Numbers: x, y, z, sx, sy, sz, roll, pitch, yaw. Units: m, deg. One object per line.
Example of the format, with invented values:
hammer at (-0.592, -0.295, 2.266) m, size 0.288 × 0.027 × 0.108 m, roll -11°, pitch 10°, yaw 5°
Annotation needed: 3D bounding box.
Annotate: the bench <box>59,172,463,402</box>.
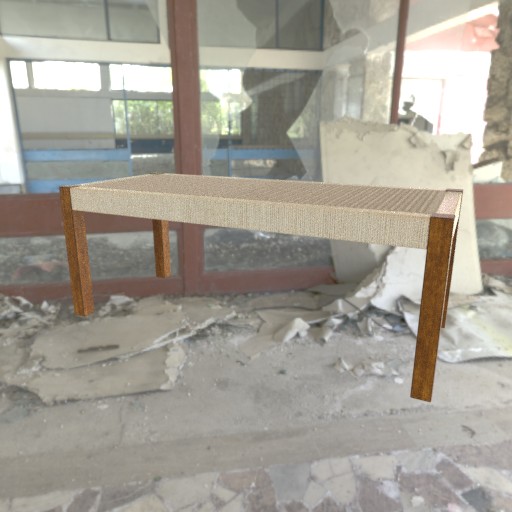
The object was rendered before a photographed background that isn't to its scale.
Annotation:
bench at (0.000, 0.000, 1.488) m, size 1.198 × 0.457 × 0.507 m, roll 8°, pitch 18°, yaw 25°
